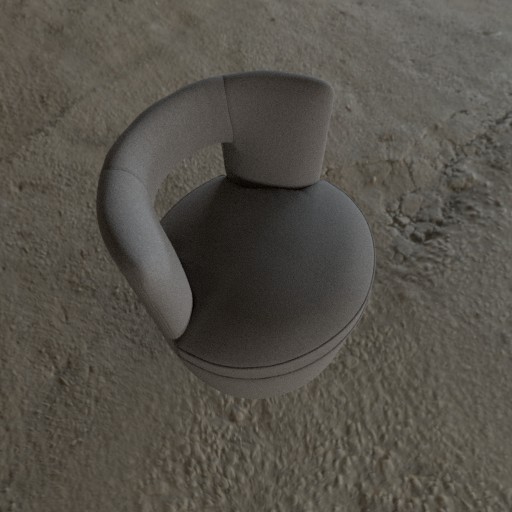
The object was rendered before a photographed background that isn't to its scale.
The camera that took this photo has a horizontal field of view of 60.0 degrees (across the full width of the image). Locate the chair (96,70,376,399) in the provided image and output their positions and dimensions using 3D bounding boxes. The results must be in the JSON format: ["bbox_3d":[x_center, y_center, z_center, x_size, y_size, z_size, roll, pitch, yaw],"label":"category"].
[{"bbox_3d":[0.000,0.000,1.246,0.660,0.719,0.689,33,64,18],"label":"chair"}]
